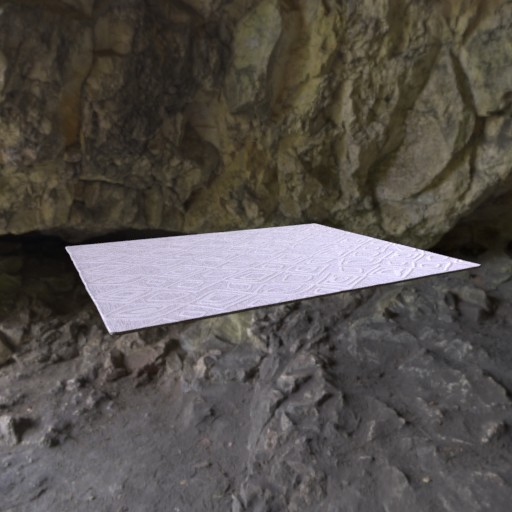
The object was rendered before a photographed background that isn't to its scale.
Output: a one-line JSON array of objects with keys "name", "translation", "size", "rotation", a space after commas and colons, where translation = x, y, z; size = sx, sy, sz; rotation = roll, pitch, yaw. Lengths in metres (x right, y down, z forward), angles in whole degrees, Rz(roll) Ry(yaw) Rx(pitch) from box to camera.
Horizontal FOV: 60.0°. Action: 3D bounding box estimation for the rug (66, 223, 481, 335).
[{"name": "rug", "translation": [0.000, 0.000, 4.097], "size": [3.049, 0.025, 2.449], "rotation": [-7, 15, -27]}]
